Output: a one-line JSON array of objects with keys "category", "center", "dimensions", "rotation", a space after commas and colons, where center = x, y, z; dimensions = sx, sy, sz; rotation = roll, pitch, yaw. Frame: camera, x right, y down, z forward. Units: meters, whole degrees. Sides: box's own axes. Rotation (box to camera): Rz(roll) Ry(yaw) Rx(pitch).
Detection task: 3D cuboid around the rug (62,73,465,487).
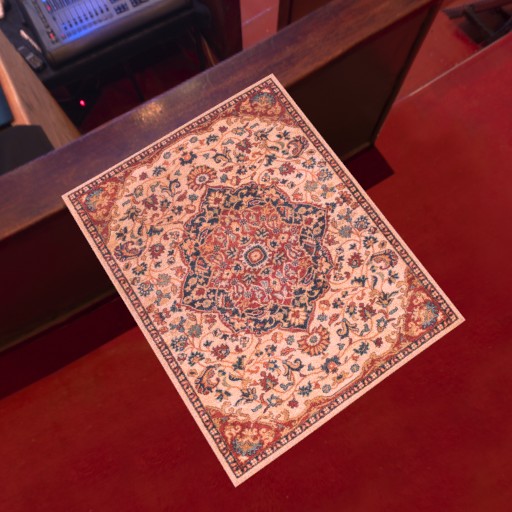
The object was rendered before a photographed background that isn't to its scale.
[{"category": "rug", "center": [0.000, 0.000, 4.109], "dimensions": [2.454, 0.005, 3.067], "rotation": [-33, 78, -8]}]
